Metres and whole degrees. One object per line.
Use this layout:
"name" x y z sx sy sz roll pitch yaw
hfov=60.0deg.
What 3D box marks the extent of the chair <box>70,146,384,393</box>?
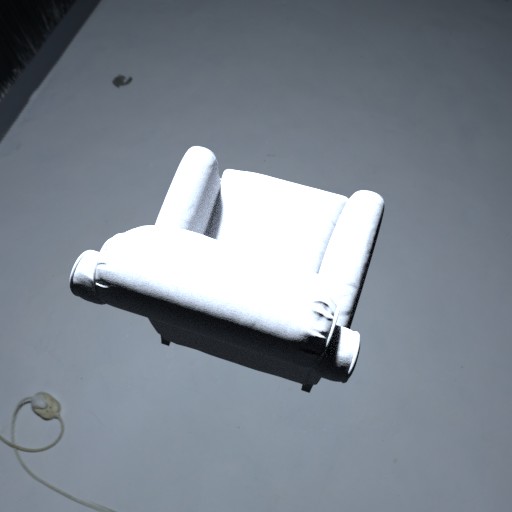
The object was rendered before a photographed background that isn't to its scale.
"chair" 0.000 0.000 1.721 0.859 1.046 0.919 16 65 8
